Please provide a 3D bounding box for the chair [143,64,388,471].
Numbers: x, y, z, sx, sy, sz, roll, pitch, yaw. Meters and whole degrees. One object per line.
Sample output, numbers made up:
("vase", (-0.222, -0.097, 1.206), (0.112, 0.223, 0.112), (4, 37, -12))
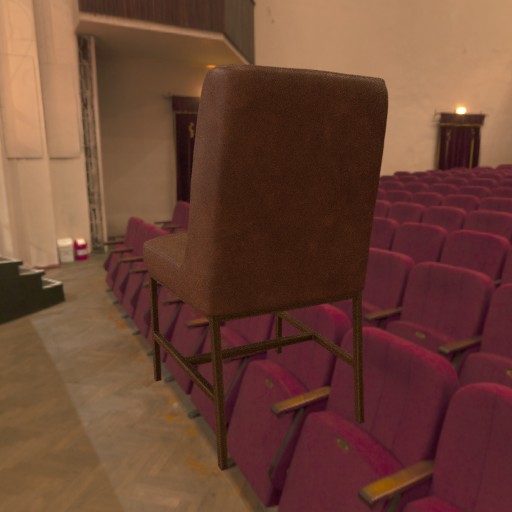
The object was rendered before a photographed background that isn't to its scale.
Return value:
("chair", (0.000, 0.000, 1.243), (0.508, 0.889, 0.587), (-6, 14, -27))
